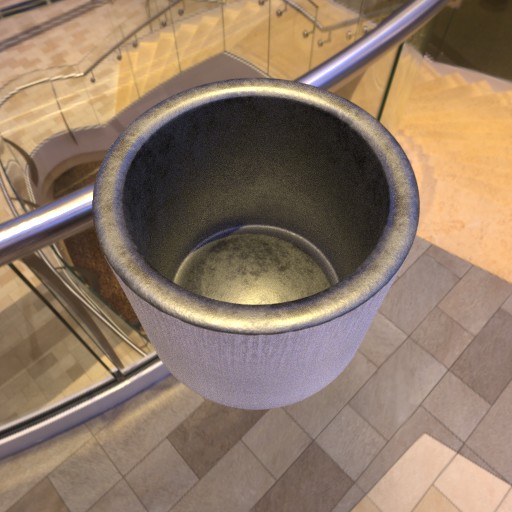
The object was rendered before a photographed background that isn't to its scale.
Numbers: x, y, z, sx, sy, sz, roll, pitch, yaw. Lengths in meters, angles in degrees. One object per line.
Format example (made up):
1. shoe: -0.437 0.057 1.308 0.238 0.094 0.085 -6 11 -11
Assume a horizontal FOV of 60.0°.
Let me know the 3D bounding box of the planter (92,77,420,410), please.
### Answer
1. planter: 0.000 0.000 0.216 0.125 0.112 0.125 0 59 0
